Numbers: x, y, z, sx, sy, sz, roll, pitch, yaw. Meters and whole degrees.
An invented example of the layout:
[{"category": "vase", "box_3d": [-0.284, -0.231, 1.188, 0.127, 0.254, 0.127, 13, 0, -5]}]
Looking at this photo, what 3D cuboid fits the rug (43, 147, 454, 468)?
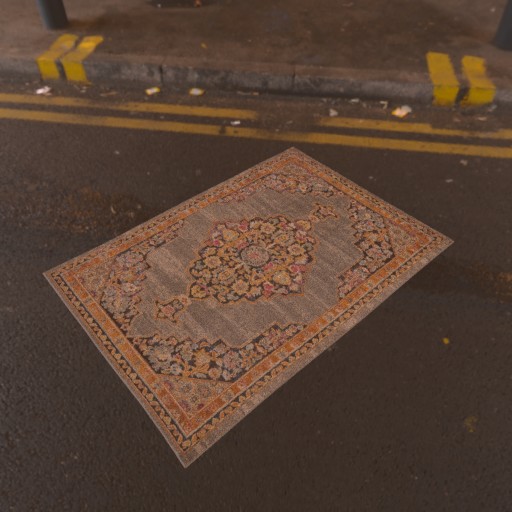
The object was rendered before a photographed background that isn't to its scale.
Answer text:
[{"category": "rug", "box_3d": [0.000, 0.000, 3.788, 2.901, 0.026, 2.043, -32, 54, -27]}]
